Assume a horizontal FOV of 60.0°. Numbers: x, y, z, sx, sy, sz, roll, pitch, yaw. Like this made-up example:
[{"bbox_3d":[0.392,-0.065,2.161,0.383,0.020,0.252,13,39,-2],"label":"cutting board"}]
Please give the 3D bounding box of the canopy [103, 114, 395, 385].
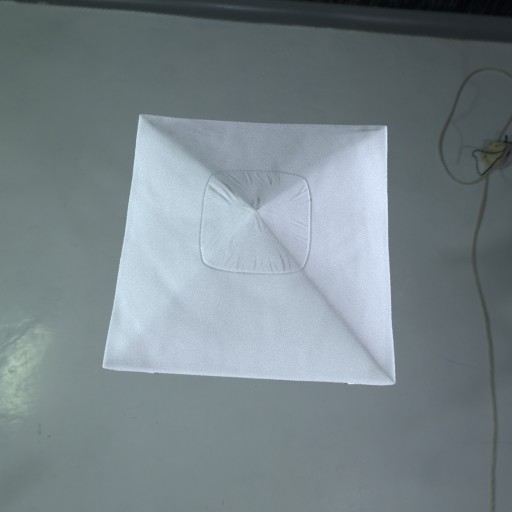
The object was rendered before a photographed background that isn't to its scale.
[{"bbox_3d":[0.000,0.000,5.611,2.998,2.997,2.996,3,74,1],"label":"canopy"}]
